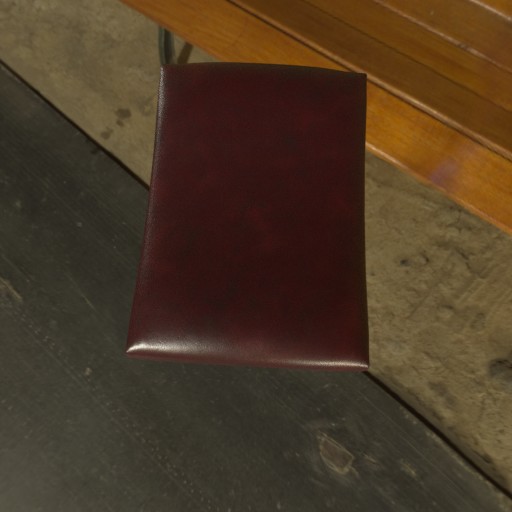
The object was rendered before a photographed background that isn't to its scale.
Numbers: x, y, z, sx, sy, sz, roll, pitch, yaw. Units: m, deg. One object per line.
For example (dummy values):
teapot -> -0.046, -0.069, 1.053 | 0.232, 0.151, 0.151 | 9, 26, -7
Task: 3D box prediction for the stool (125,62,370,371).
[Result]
stool -> 0.000, 0.000, 1.030 | 0.372, 0.742, 0.504 | 3, 75, 1
